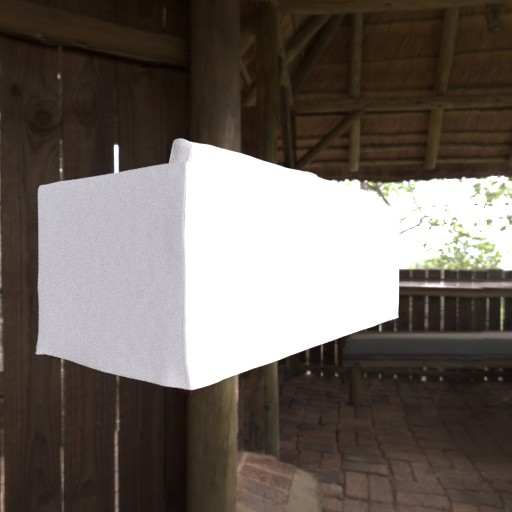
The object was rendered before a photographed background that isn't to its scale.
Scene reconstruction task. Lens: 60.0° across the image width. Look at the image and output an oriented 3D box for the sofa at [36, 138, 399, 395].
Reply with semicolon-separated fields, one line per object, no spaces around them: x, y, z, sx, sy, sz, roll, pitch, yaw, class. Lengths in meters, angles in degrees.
0.000;0.000;2.421;0.940;0.870;1.987;1;1;37;sofa
